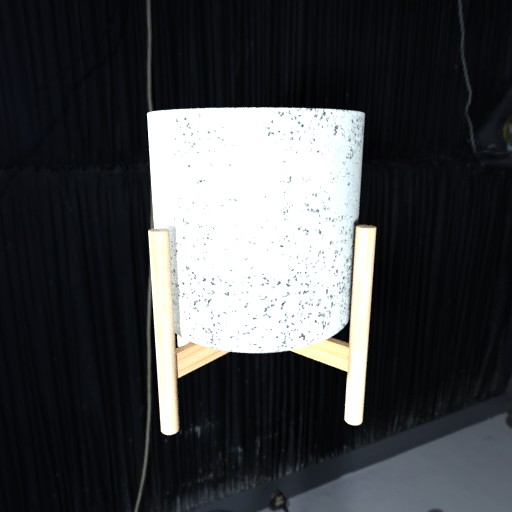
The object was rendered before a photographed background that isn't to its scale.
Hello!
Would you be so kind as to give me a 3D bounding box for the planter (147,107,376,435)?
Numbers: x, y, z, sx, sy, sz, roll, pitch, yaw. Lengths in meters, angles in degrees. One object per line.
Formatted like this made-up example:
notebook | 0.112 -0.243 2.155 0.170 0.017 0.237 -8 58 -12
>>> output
planter | 0.000 0.000 0.688 0.360 0.419 0.360 -8 17 -26
